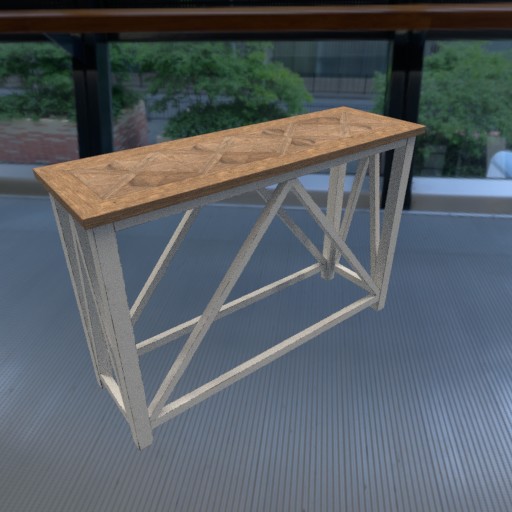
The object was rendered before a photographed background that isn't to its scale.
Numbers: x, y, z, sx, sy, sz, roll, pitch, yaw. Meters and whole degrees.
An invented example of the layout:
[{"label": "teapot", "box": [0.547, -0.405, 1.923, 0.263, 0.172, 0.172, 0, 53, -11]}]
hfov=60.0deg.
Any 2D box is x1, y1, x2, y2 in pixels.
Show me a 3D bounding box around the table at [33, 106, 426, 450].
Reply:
[{"label": "table", "box": [0.000, 0.000, 1.824, 1.400, 0.930, 0.450, -22, 37, -32]}]
